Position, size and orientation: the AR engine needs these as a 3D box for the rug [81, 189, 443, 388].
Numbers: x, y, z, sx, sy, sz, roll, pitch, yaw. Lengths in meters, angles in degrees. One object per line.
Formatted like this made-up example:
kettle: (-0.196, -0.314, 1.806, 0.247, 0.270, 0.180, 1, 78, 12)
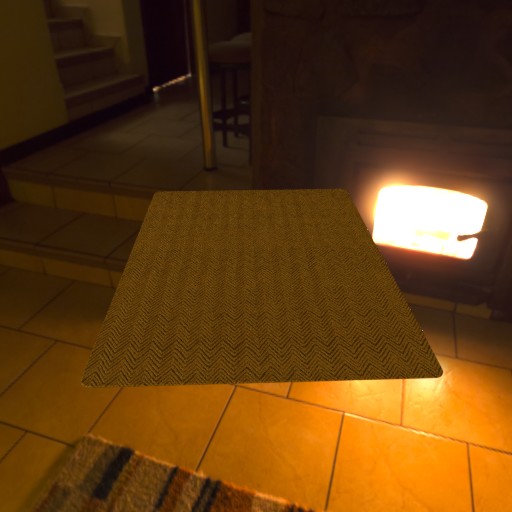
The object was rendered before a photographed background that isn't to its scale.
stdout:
rug: (0.000, 0.000, 4.297, 2.439, 0.014, 3.207, -1, 31, -2)
